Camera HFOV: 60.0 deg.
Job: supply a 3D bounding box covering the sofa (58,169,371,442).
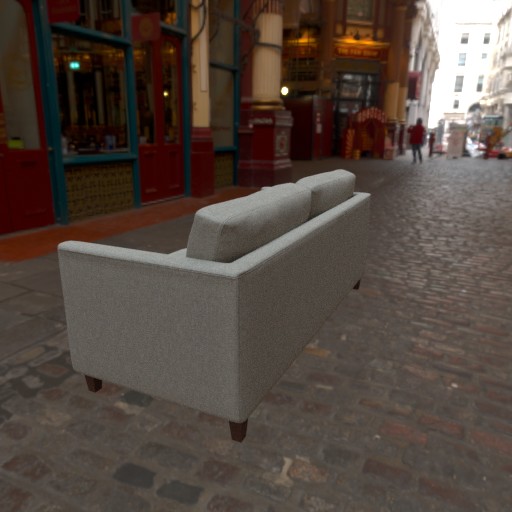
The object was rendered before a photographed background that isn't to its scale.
[{"bbox_3d":[0.000,0.000,2.772,0.956,0.963,2.208,8,18,25],"label":"sofa"}]
